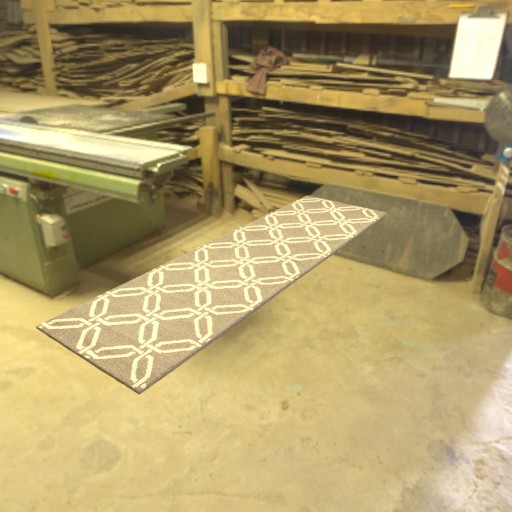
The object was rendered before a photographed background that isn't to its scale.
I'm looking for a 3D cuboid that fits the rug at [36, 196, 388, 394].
[{"bbox_3d":[0.000,0.000,2.550,0.678,0.014,2.276,18,31,33],"label":"rug"}]
